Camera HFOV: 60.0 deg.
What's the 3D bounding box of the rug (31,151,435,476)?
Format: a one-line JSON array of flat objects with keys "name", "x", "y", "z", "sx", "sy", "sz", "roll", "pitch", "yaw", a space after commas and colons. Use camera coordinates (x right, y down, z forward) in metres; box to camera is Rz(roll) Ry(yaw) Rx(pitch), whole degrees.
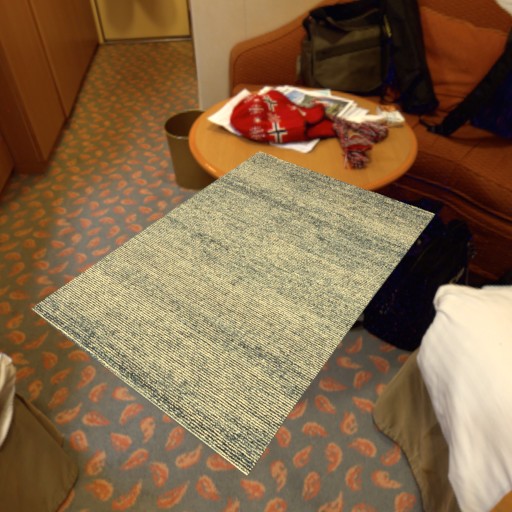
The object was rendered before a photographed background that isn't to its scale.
[{"name": "rug", "x": 0.000, "y": 0.000, "z": 2.985, "sx": 1.624, "sy": 0.030, "sz": 2.349, "roll": 26, "pitch": 49, "yaw": 26}]
